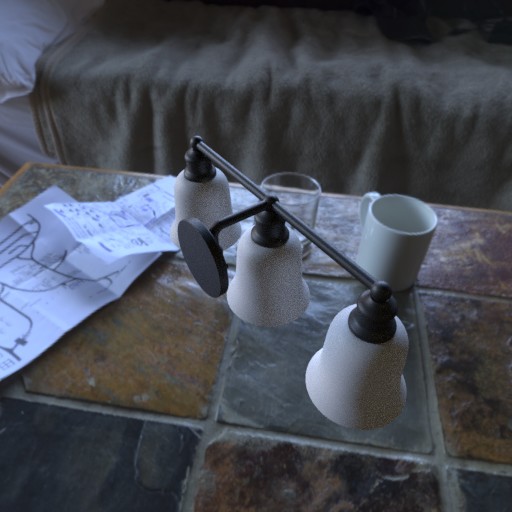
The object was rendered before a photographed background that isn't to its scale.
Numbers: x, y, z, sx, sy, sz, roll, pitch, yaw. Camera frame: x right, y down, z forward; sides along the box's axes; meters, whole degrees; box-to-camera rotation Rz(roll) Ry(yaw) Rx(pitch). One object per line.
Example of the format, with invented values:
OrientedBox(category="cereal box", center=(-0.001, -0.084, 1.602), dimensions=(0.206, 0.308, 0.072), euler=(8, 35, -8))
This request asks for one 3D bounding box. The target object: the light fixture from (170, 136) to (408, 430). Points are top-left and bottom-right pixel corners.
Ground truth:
OrientedBox(category="light fixture", center=(0.000, 0.000, 0.691), dimensions=(0.198, 0.211, 0.570), euler=(-26, 49, -25))
